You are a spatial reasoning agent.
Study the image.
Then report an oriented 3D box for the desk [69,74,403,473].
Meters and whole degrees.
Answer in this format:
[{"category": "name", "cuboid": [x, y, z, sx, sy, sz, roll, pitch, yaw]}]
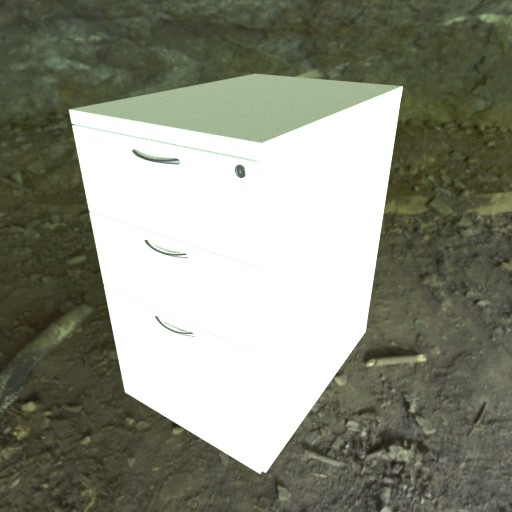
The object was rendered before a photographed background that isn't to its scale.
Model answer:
[{"category": "desk", "cuboid": [0.000, 0.000, 1.065, 0.404, 0.730, 0.600, 18, 34, 29]}]
